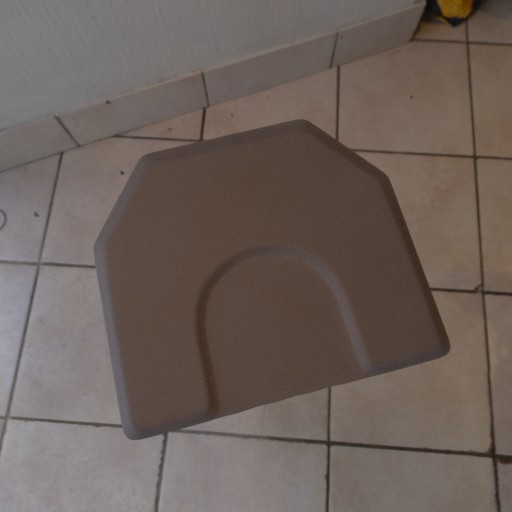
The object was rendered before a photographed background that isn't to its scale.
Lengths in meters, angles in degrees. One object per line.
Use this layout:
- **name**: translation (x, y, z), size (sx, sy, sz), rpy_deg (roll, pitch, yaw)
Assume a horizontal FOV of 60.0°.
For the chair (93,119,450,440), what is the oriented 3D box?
- **chair**: translation (0.000, 0.000, 1.930), size (1.372, 0.024, 1.219), rpy_deg (-14, 75, -4)
